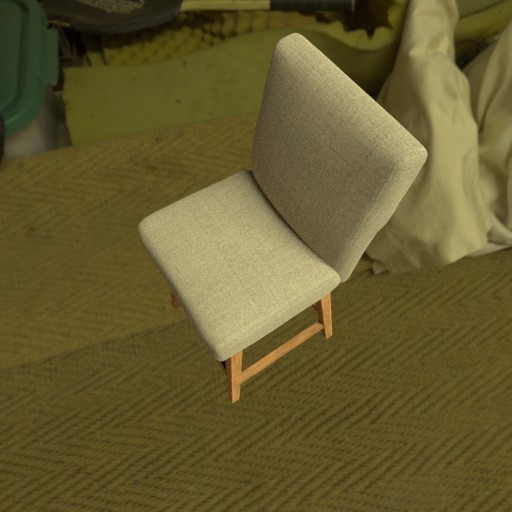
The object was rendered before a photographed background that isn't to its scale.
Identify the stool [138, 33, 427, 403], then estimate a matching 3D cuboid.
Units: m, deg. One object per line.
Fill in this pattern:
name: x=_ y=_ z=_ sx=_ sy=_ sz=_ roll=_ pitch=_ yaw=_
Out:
stool: x=0.000 y=0.000 z=1.295 sx=0.526 sy=1.010 sz=0.459 roll=-31 pitch=66 yaw=-15
